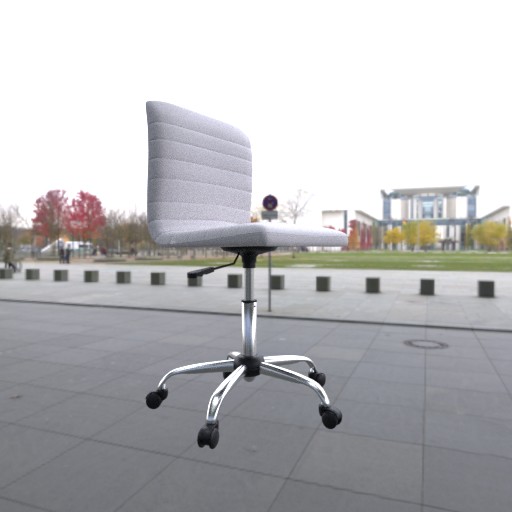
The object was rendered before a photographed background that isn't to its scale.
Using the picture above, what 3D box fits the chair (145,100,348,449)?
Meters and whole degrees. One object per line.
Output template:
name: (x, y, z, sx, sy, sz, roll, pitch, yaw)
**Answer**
chair: (0.000, 0.000, 1.093, 0.455, 0.750, 0.520, 1, 1, 36)
